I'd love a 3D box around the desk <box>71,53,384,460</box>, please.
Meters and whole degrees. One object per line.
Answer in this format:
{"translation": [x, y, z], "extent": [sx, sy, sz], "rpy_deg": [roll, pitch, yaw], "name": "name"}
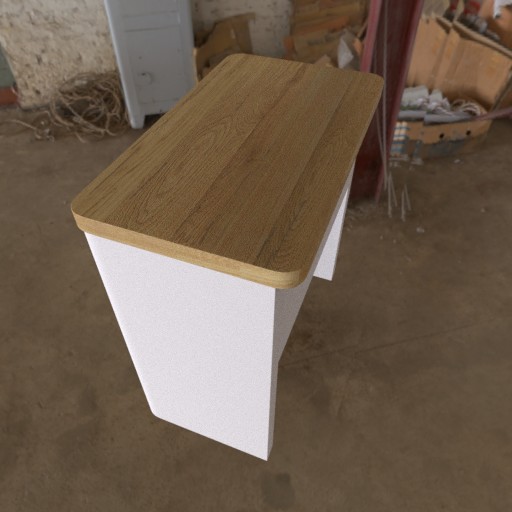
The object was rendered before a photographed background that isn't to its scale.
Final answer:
{"translation": [0.000, 0.000, 1.251], "extent": [0.440, 0.790, 0.760], "rpy_deg": [16, 48, 15], "name": "desk"}
